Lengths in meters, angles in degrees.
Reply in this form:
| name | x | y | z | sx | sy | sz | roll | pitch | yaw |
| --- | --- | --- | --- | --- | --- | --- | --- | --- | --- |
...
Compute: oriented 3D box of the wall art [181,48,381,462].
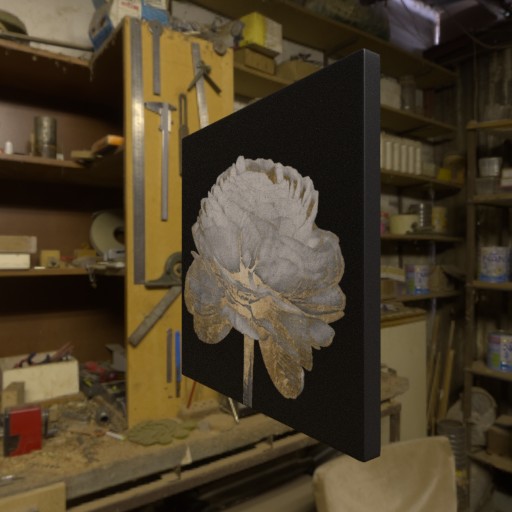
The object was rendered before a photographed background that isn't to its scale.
| name | x | y | z | sx | sy | sz | roll | pitch | yaw |
| --- | --- | --- | --- | --- | --- | --- | --- | --- | --- |
| wall art | 0.000 | 0.000 | 0.909 | 0.043 | 0.611 | 0.610 | 0 | 0 | -35 |
